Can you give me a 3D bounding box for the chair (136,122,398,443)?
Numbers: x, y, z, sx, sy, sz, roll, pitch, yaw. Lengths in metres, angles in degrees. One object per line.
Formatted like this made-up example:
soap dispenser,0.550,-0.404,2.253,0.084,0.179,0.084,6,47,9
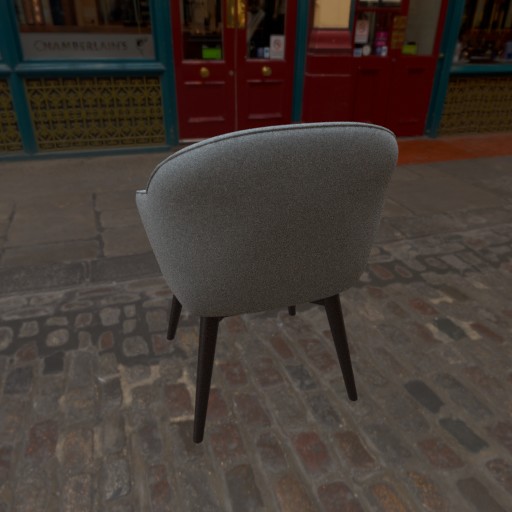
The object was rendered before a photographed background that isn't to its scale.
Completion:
chair,0.000,0.000,1.222,0.589,0.810,0.611,-9,28,-17
